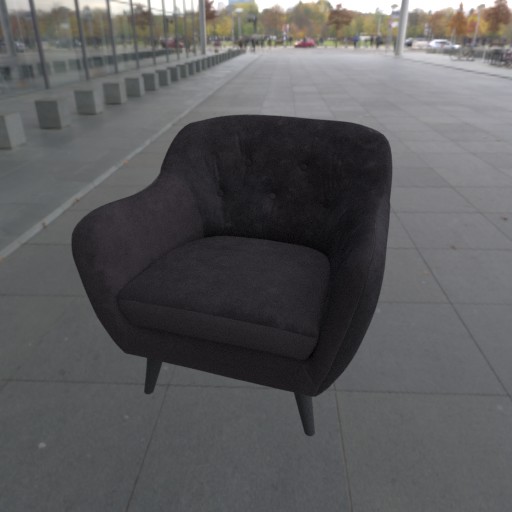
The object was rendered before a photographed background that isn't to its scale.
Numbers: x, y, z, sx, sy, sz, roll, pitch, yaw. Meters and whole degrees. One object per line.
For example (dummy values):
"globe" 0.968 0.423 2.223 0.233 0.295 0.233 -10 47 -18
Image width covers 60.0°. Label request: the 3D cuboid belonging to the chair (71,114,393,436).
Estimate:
"chair" 0.000 0.000 1.498 0.840 0.807 0.819 8 27 16
